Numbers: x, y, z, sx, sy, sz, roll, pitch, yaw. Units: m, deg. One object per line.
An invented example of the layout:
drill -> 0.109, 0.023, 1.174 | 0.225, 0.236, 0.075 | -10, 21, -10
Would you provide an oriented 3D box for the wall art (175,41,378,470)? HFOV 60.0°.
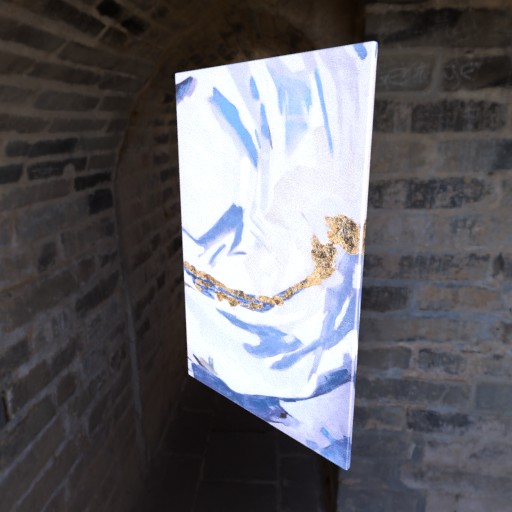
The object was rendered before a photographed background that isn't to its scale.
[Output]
wall art -> 0.000, 0.000, 1.120 | 0.016, 0.914, 0.610 | -15, 21, -43
